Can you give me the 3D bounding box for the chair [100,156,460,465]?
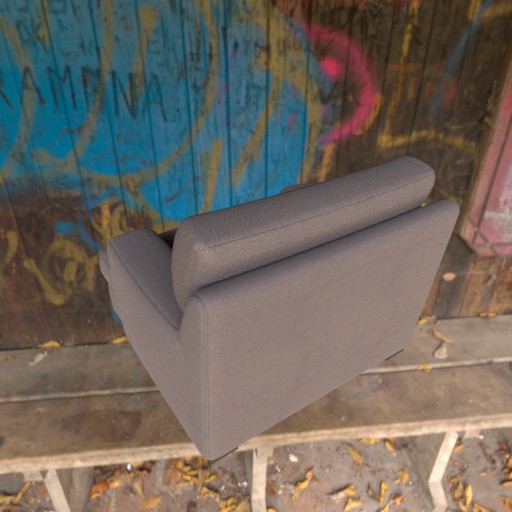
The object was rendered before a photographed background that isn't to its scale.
[{"bbox_3d":[0.000,0.000,1.947,1.168,0.940,1.143,-20,37,-29],"label":"chair"}]
